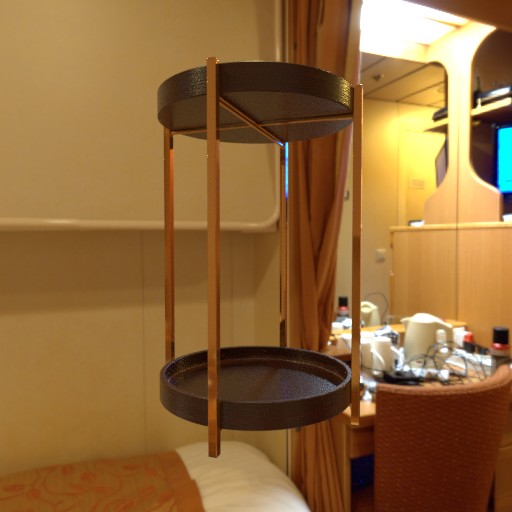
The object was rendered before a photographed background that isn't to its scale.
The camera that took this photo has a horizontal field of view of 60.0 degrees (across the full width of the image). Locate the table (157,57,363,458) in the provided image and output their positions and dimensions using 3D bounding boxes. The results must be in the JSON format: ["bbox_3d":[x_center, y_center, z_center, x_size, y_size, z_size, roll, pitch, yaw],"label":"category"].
[{"bbox_3d":[0.000,0.000,0.862,0.400,0.610,0.400,1,2,20],"label":"table"}]
